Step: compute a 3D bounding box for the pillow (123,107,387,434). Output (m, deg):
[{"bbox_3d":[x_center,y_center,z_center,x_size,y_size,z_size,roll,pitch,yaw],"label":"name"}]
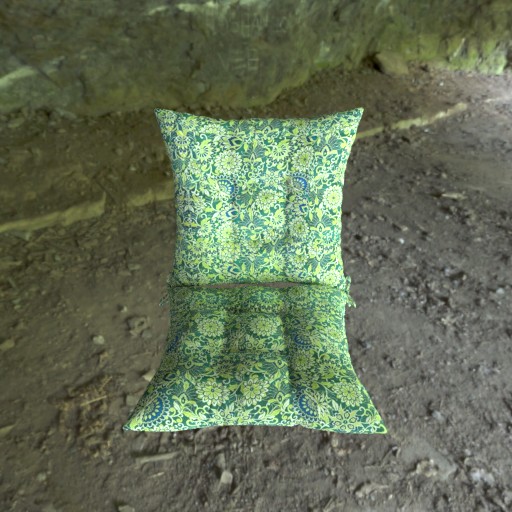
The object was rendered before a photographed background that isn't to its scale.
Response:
[{"bbox_3d":[0.000,0.000,0.981,0.541,0.536,0.585,0,30,1],"label":"pillow"}]
